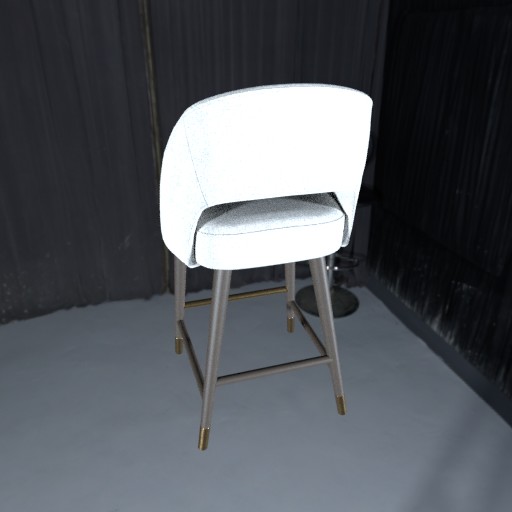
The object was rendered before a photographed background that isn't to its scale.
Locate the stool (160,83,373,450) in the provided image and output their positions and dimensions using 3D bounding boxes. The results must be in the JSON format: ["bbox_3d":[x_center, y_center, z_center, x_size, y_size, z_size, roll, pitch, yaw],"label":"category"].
[{"bbox_3d":[0.000,0.000,1.235,0.494,0.940,0.509,-8,28,-15],"label":"stool"}]
